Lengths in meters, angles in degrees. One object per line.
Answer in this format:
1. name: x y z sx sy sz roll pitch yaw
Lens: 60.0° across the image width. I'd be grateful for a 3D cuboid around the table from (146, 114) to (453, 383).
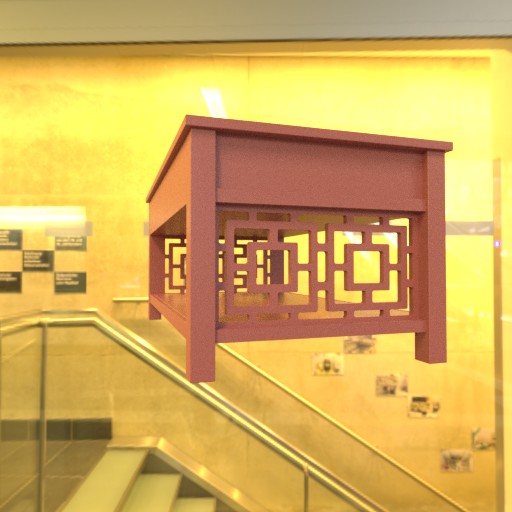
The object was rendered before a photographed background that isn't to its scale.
1. table: 0.000 0.000 1.405 0.612 0.493 1.068 0 -1 -18
